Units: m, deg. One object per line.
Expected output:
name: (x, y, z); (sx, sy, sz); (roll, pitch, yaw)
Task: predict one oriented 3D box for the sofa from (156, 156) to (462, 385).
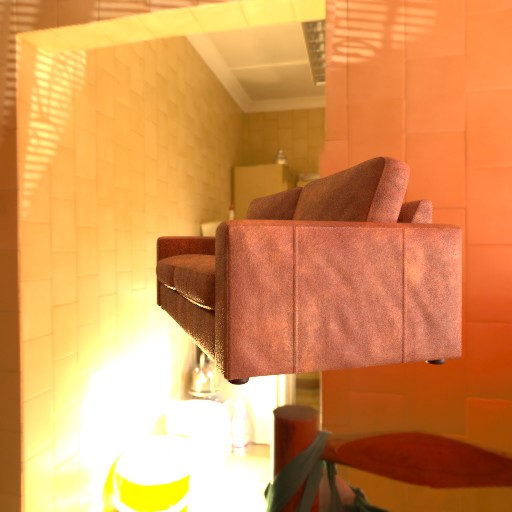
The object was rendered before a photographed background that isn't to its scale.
sofa: (0.000, 0.000, 2.634); (1.016, 0.873, 2.179); (0, 1, -19)
